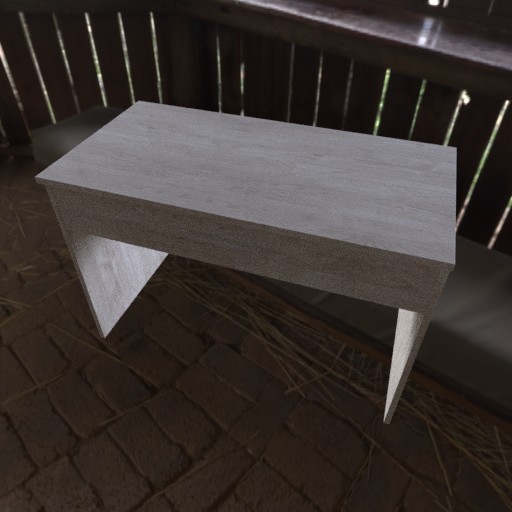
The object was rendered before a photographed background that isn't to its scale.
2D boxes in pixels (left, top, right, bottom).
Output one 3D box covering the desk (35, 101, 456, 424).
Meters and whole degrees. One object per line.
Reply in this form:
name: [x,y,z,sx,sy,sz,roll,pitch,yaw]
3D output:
desk: [0.000,0.000,1.528,1.100,0.730,0.560,13,43,14]
